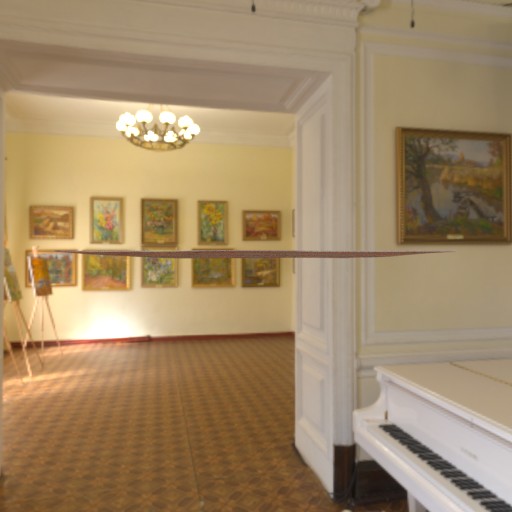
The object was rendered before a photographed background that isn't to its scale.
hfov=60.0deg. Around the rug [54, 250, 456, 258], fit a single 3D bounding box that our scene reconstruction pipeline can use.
[{"bbox_3d":[0.000,0.000,3.991,2.263,0.022,3.029,0,-1,0],"label":"rug"}]
